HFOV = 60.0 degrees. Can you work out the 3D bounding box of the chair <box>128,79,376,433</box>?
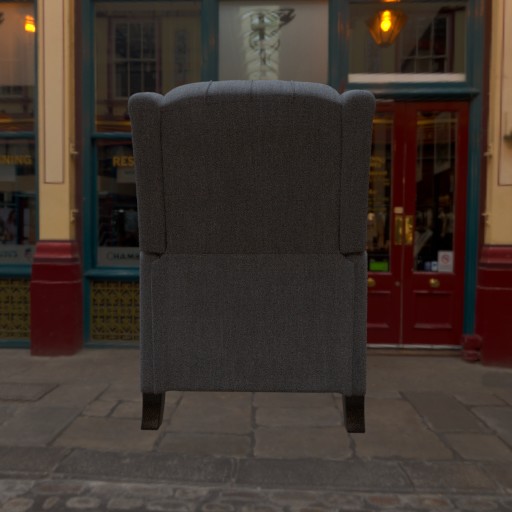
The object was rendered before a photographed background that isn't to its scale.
[{"bbox_3d":[0.000,0.000,1.638,0.742,1.035,0.898,0,1,2],"label":"chair"}]
